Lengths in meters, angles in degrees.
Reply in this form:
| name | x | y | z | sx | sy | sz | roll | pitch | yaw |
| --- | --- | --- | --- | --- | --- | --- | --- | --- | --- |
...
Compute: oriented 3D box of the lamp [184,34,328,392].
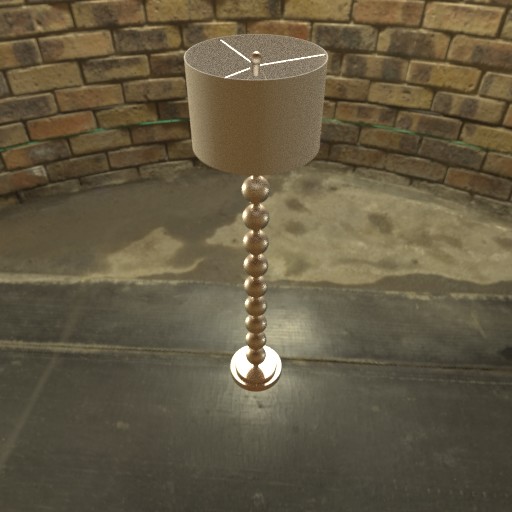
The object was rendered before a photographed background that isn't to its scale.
| name | x | y | z | sx | sy | sz | roll | pitch | yaw |
| --- | --- | --- | --- | --- | --- | --- | --- | --- | --- |
| lamp | 0.000 | 0.000 | 1.690 | 0.394 | 1.474 | 0.394 | -24 | 47 | -25 |
